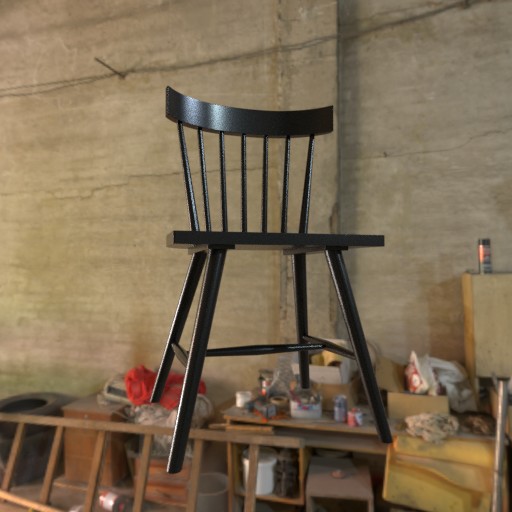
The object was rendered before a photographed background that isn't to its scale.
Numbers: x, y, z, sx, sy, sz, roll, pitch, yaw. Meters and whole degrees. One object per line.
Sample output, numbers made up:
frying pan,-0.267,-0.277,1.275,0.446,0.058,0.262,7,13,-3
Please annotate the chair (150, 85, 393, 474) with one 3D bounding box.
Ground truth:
chair,0.000,0.000,1.156,0.506,0.844,0.483,0,-1,-17
